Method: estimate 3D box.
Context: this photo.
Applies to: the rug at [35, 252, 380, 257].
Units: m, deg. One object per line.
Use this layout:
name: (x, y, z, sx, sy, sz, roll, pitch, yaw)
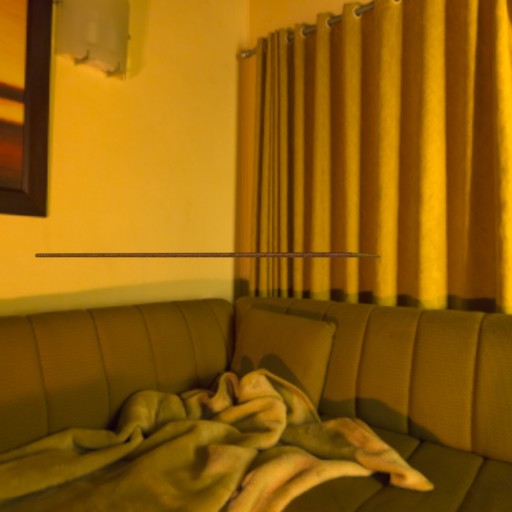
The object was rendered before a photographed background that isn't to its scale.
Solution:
rug: (0.000, 0.000, 2.406, 1.219, 0.016, 1.829, 0, 0, 18)
